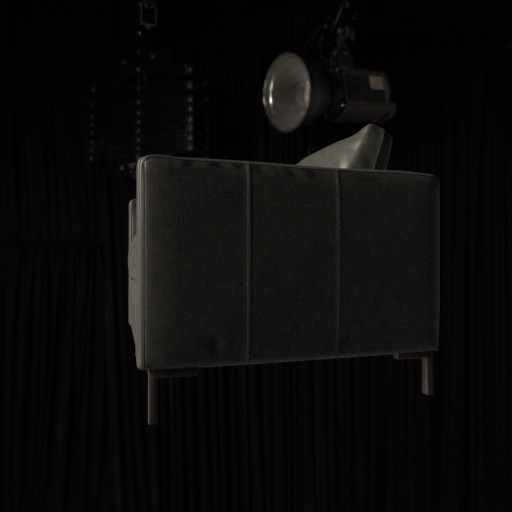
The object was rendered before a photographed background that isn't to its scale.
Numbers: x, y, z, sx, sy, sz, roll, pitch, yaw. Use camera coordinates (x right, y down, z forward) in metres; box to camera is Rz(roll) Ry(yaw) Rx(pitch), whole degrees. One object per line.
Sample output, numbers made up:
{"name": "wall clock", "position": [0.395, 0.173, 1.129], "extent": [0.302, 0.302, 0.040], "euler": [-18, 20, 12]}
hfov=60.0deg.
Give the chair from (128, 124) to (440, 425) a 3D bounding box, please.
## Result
{"name": "chair", "position": [0.000, 0.000, 1.515], "extent": [0.861, 0.824, 0.967], "euler": [0, -1, -17]}
